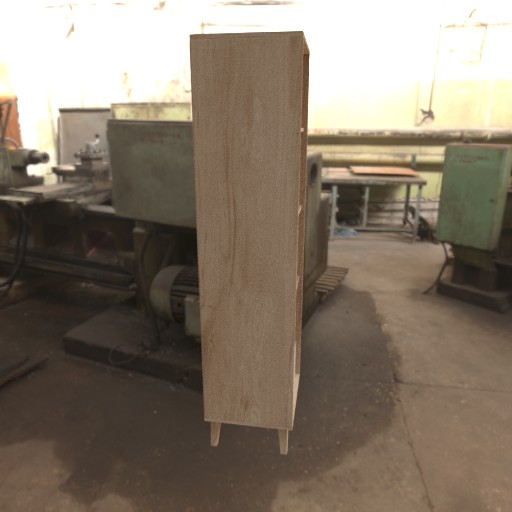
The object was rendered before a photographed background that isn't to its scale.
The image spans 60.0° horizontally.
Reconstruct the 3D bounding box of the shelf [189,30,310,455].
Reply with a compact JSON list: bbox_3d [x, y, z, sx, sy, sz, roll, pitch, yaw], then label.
[{"bbox_3d":[0.000,0.000,2.237,0.450,1.960,0.510,3,17,9],"label":"shelf"}]
